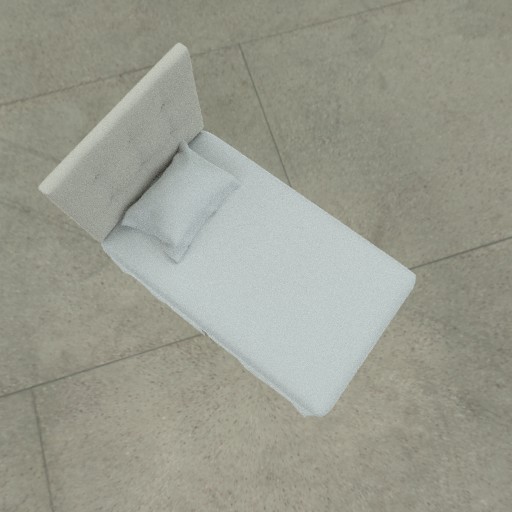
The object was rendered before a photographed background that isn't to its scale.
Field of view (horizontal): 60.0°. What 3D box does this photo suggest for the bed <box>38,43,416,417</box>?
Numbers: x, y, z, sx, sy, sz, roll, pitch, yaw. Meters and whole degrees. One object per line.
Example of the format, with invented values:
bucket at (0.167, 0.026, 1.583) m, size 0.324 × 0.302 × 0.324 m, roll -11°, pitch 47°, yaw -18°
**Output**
bed at (0.000, 0.000, 2.973) m, size 1.997 × 1.571 × 1.261 m, roll 36°, pitch 77°, yaw 9°
